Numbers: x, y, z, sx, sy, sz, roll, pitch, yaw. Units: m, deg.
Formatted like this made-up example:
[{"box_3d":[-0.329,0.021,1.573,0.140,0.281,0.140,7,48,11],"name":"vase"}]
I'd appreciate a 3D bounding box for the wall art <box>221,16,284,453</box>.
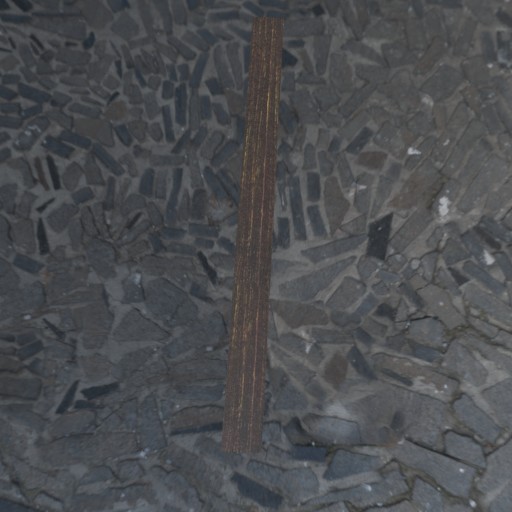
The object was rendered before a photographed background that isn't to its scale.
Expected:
[{"box_3d":[0.000,0.000,0.531,0.031,0.330,0.381,3,76,1],"name":"wall art"}]
